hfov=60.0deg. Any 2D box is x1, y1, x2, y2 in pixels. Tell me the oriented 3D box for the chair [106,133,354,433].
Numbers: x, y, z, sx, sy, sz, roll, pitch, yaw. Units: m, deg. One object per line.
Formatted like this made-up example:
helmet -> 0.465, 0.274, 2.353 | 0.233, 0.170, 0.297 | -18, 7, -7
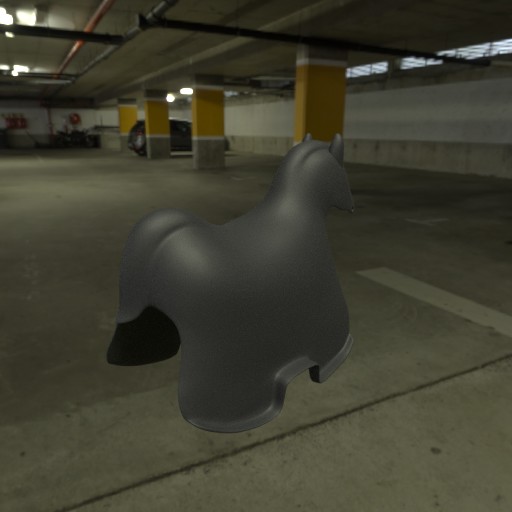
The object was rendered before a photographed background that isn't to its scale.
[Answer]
chair -> 0.000, 0.000, 1.152 | 0.429, 0.612, 0.800 | 15, 22, 43
